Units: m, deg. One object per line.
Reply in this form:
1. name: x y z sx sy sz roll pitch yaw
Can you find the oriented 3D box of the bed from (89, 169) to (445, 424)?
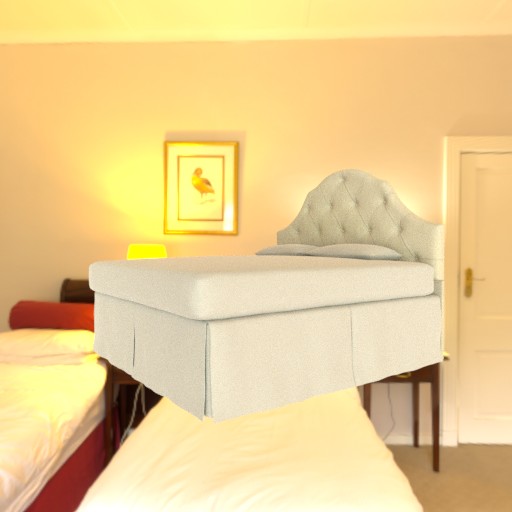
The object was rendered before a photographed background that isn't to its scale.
1. bed: 0.000 0.000 3.476 2.086 1.555 2.012 -1 2 -36
